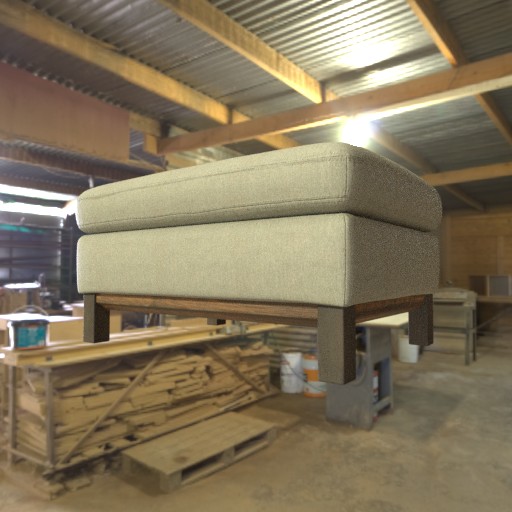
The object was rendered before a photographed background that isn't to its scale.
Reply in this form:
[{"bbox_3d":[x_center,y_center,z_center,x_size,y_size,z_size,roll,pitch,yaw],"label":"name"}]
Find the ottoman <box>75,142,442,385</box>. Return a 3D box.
[{"bbox_3d":[0.000,0.000,1.038,0.735,0.404,0.528,-1,-2,37],"label":"ottoman"}]
